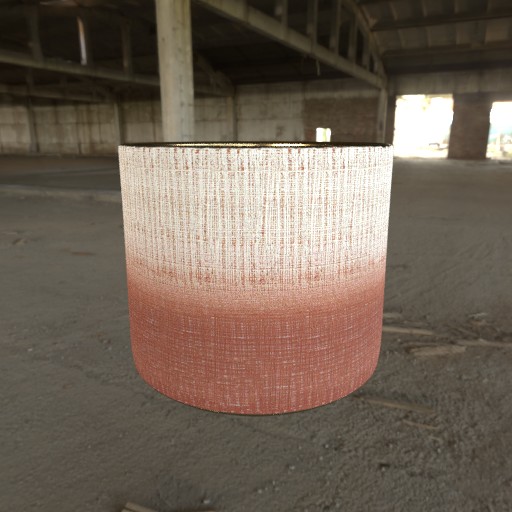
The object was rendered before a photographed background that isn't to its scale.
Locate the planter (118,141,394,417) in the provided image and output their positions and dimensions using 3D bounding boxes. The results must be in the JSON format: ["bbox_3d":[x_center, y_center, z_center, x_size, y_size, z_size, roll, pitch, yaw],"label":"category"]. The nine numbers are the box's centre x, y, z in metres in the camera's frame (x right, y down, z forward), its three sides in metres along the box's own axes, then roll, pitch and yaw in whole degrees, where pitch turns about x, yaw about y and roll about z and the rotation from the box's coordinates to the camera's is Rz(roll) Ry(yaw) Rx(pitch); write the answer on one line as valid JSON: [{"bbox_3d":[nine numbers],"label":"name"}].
[{"bbox_3d":[0.000,0.000,0.447,0.254,0.221,0.254,0,15,0],"label":"planter"}]
